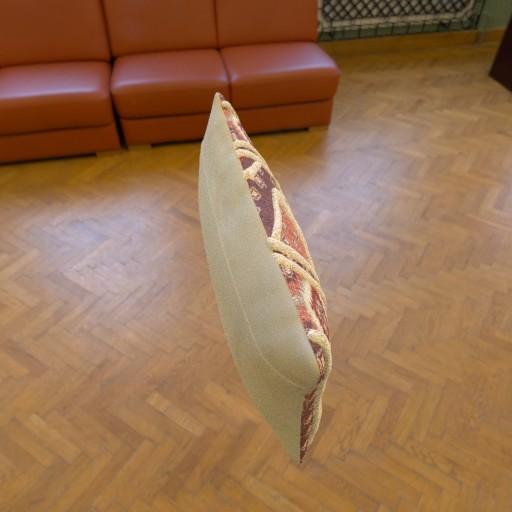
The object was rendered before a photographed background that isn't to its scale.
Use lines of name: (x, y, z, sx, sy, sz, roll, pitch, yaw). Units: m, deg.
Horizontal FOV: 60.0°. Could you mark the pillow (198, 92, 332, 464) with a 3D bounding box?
pillow: (0.000, 0.000, 0.741, 0.161, 0.295, 0.608, -9, 46, -9)
